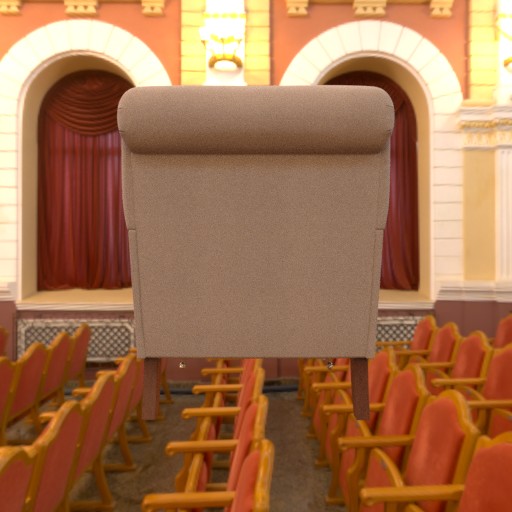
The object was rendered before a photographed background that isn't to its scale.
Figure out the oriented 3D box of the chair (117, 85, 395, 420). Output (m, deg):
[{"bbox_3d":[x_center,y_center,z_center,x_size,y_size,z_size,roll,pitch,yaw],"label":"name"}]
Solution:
[{"bbox_3d":[0.000,0.000,1.561,0.766,0.942,0.842,0,-1,0],"label":"chair"}]
